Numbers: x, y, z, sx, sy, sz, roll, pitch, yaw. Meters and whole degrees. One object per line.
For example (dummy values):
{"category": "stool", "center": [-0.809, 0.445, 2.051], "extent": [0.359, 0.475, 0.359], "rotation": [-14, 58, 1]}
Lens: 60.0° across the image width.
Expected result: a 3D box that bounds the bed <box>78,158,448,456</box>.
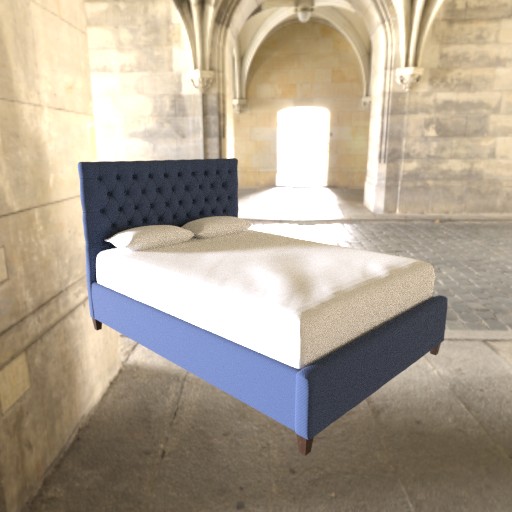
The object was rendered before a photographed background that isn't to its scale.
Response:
{"category": "bed", "center": [0.000, 0.000, 3.460], "extent": [2.387, 1.427, 1.706], "rotation": [13, 19, 43]}
